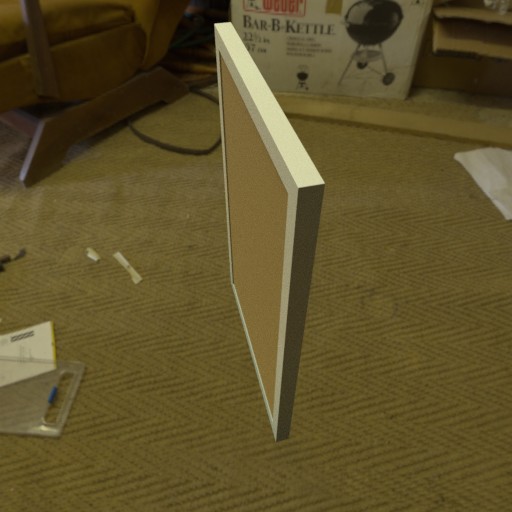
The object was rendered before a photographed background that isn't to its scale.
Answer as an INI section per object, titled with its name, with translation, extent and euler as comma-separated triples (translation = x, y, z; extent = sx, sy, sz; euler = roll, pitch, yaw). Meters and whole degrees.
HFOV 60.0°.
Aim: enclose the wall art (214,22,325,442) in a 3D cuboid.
[wall art]
translation = 0.000, 0.000, 1.138
extent = 0.039, 0.915, 0.612
euler = -11, 48, -10
